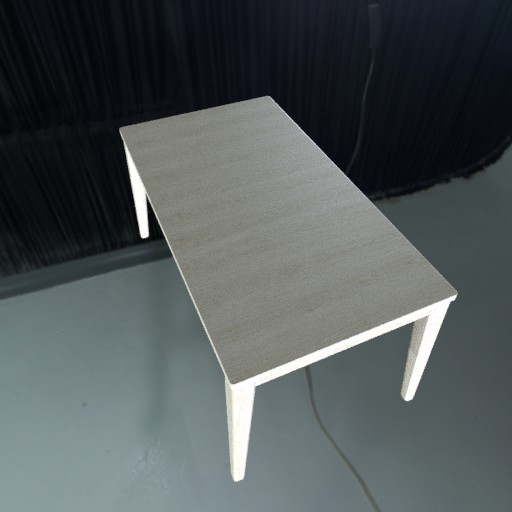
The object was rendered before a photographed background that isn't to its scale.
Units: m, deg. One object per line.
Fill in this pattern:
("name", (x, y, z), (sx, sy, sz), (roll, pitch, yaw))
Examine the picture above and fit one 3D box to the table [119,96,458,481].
("table", (0.000, 0.000, 2.159), (0.900, 0.760, 1.600), (-18, 49, -16))
